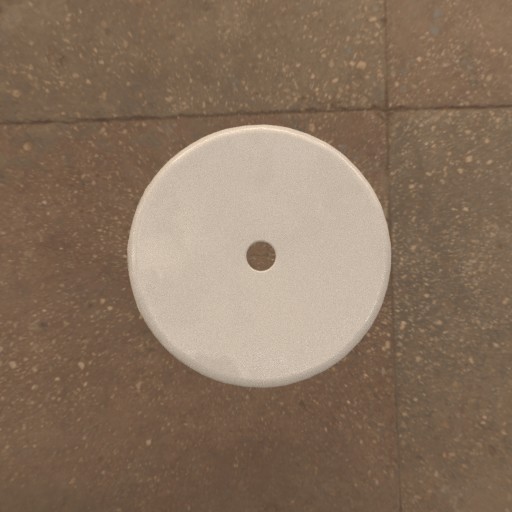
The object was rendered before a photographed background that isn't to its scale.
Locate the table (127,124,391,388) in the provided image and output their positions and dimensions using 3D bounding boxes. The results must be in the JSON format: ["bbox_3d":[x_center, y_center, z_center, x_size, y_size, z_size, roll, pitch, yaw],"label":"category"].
[{"bbox_3d":[0.000,0.000,0.627,0.325,0.388,0.325,0,90,-2],"label":"table"}]
